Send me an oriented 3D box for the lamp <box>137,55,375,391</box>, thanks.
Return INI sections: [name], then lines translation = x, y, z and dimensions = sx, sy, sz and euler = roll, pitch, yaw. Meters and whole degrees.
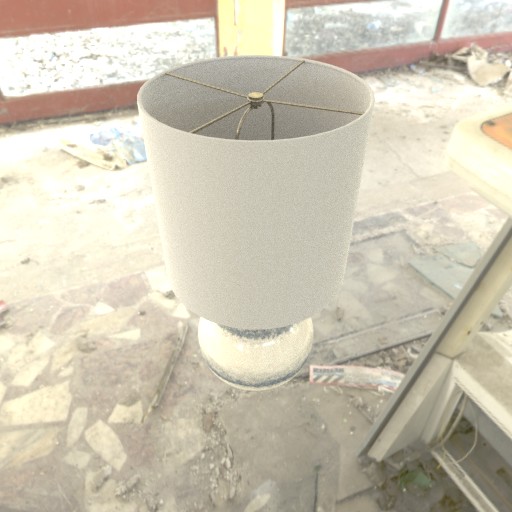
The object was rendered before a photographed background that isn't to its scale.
[lamp]
translation = 0.000, 0.000, 0.541
dimensions = 0.216, 0.404, 0.216
euler = 0, 40, 0
